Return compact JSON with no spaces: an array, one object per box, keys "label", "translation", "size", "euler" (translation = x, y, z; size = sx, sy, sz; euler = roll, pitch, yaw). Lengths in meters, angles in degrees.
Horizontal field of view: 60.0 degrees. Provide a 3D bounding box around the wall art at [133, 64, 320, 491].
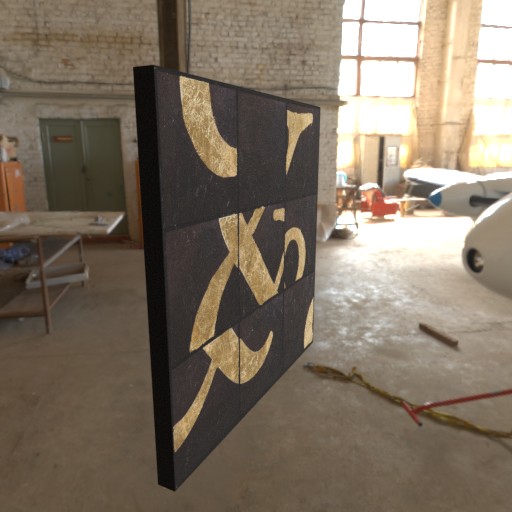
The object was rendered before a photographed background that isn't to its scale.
[{"label":"wall art","translation":[0.000,0.000,1.093],"size":[0.044,0.758,0.758],"euler":[7,15,26]}]
